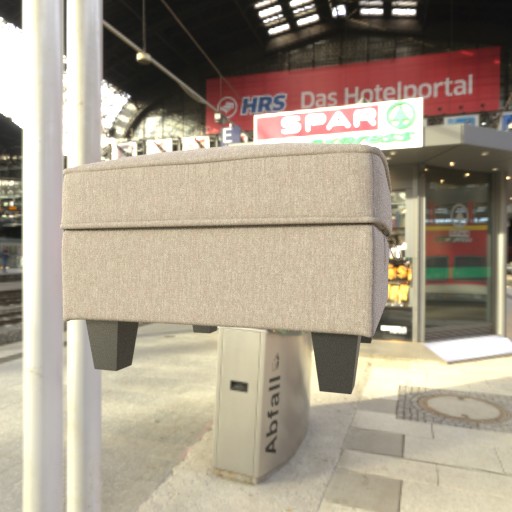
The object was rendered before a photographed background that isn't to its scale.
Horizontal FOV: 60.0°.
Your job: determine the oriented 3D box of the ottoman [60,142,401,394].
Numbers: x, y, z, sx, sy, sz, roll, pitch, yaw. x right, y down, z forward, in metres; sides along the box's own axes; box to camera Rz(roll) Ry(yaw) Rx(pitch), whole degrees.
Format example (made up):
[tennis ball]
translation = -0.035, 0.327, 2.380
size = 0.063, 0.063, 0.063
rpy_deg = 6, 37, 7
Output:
[ottoman]
translation = 0.000, 0.000, 1.403
size = 0.871, 0.612, 0.808
rpy_deg = 0, 0, 19
